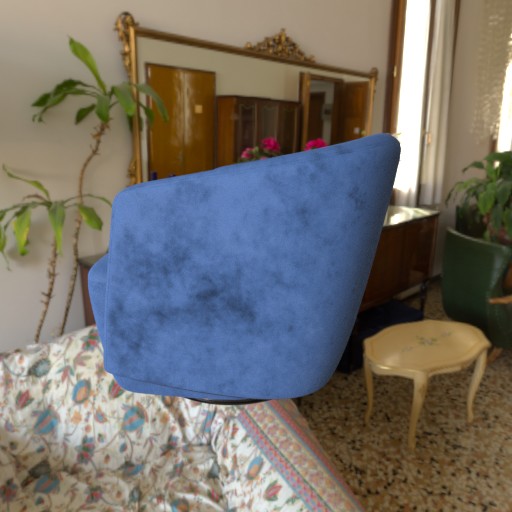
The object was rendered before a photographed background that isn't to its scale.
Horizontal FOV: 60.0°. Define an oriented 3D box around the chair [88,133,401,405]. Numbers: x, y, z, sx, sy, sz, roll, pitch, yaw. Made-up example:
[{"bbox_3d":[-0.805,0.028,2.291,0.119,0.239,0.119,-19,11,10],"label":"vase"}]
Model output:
[{"bbox_3d":[0.000,0.000,1.314,0.767,0.698,0.773,2,14,9],"label":"chair"}]
